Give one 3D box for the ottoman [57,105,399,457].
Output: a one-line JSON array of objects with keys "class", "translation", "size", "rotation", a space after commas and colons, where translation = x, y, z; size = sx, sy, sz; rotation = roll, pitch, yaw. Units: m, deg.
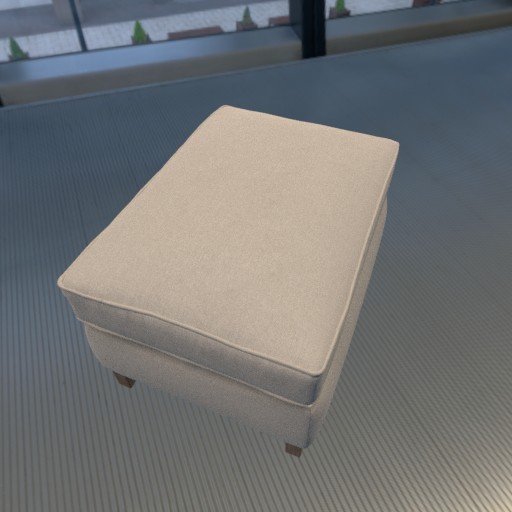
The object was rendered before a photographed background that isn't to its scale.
[{"class": "ottoman", "translation": [0.000, 0.000, 0.993], "size": [0.501, 0.456, 0.665], "rotation": [16, 49, 15]}]
